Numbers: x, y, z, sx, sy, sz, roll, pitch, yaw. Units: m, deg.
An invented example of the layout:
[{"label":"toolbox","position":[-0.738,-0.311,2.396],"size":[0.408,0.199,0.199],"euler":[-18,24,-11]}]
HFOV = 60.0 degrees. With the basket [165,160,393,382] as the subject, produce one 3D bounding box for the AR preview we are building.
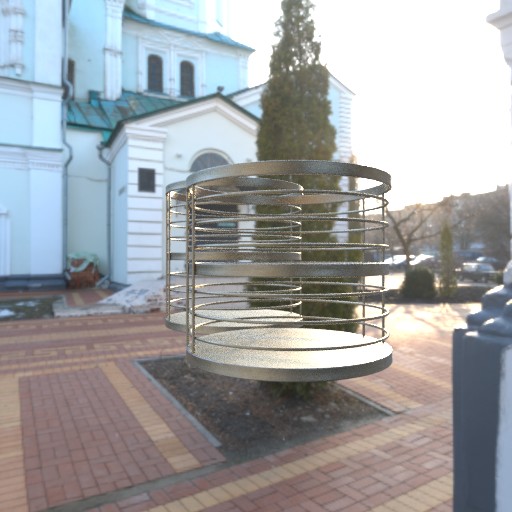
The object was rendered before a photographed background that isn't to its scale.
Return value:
[{"label":"basket","position":[0.000,0.000,0.972],"size":[0.356,0.351,0.746],"euler":[0,0,-17]}]
